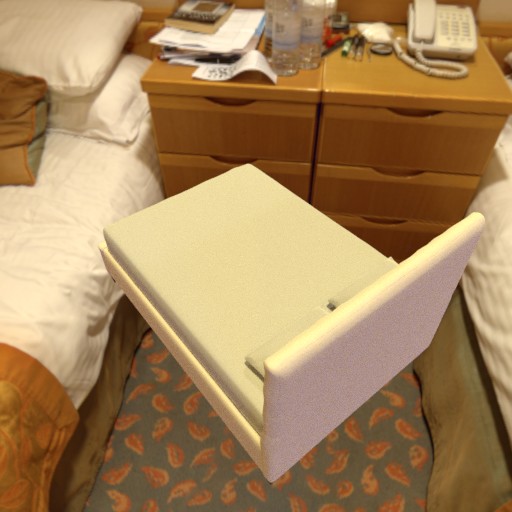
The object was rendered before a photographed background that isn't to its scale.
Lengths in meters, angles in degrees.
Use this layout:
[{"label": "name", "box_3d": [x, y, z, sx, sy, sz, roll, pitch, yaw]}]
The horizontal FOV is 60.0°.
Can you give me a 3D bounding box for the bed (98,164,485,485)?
[{"label": "bed", "box_3d": [0.000, 0.000, 3.418, 1.698, 1.427, 2.387, -30, 52, -26]}]
